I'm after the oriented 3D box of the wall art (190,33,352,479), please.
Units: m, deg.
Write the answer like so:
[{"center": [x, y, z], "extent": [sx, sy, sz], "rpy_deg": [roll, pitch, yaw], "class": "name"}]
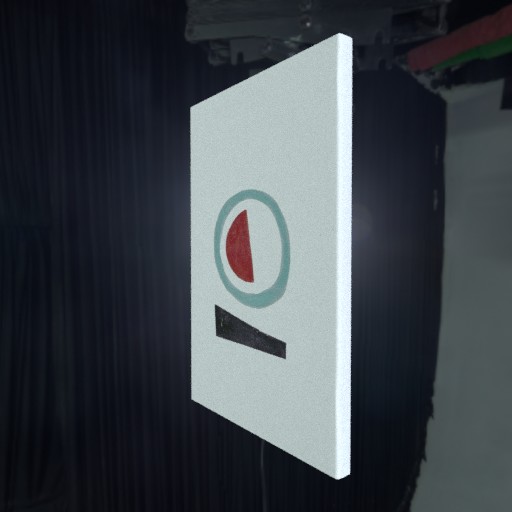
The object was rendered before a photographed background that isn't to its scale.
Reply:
[{"center": [0.000, 0.000, 1.142], "extent": [0.048, 0.902, 0.602], "rpy_deg": [-1, 2, -38], "class": "wall art"}]
